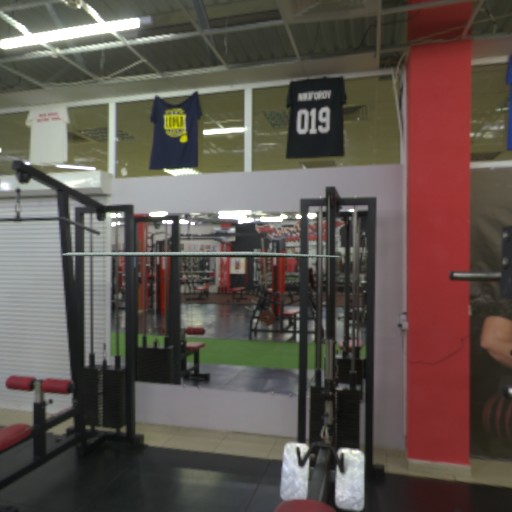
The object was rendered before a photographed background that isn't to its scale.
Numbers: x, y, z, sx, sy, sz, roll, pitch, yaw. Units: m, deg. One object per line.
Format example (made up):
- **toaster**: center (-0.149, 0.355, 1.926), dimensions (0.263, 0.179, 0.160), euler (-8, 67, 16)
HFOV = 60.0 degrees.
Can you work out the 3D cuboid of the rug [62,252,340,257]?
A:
- **rug**: center (0.000, 0.000, 2.409), dimensions (0.662, 0.011, 2.196), euler (0, 0, 17)
